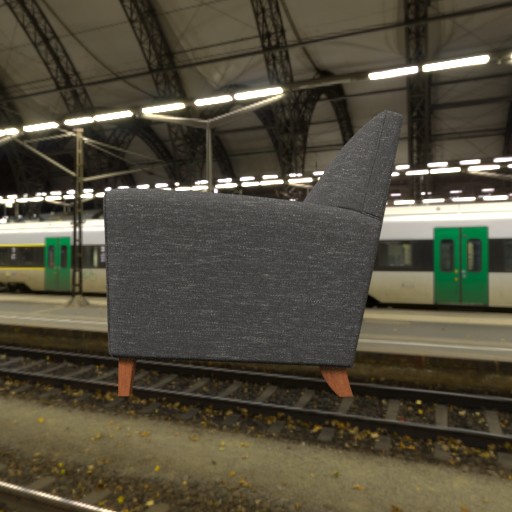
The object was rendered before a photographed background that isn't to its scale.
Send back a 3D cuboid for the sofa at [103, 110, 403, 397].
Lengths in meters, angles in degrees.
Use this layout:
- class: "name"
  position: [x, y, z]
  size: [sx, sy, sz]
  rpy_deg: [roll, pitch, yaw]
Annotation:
- class: "sofa"
  position: [0.000, 0.000, 1.960]
  size: [0.875, 0.846, 1.420]
  rpy_deg: [0, 0, 1]
